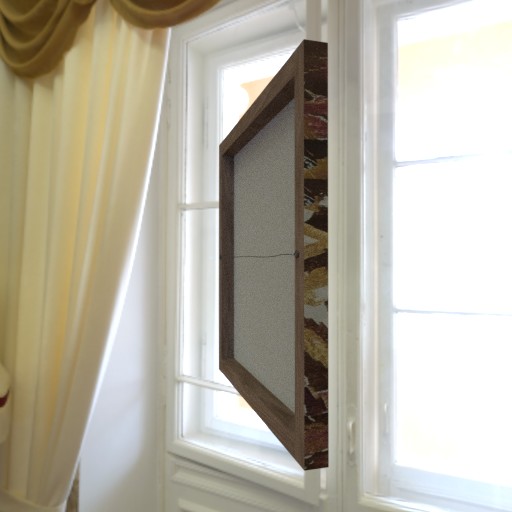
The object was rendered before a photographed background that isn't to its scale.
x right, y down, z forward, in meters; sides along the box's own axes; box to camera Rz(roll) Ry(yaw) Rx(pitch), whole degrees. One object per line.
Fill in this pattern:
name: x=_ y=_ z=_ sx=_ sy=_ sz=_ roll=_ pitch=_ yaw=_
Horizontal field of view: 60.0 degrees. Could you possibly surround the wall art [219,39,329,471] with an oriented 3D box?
wall art: x=0.000 y=0.000 z=0.926 sx=0.041 sy=0.613 sz=0.609 roll=0 pitch=-1 yaw=-16
